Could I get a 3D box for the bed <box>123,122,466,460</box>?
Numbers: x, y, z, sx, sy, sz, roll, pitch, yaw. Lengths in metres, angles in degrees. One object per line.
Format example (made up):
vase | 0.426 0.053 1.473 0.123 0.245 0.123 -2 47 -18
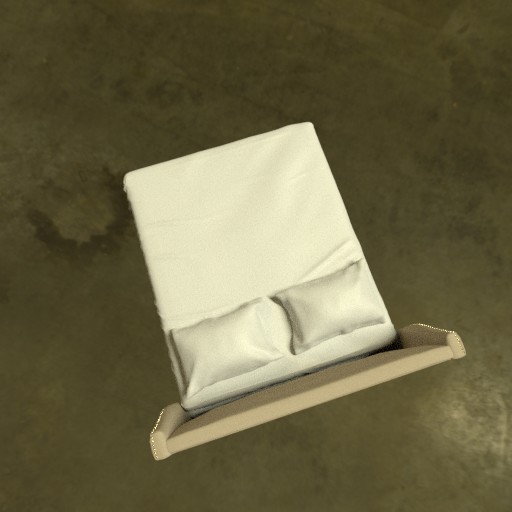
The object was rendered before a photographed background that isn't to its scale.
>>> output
bed | 0.000 0.000 3.438 1.925 1.332 2.276 -17 75 -5
